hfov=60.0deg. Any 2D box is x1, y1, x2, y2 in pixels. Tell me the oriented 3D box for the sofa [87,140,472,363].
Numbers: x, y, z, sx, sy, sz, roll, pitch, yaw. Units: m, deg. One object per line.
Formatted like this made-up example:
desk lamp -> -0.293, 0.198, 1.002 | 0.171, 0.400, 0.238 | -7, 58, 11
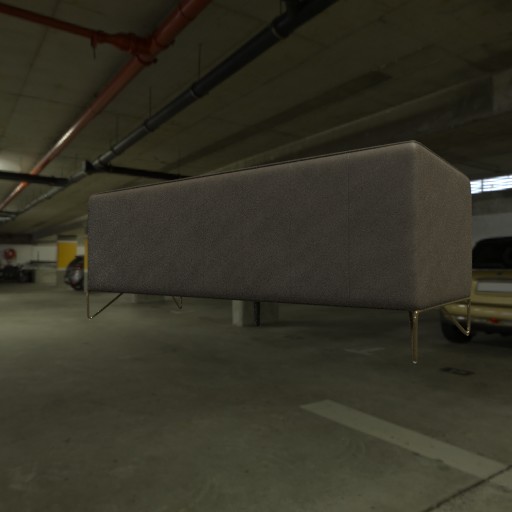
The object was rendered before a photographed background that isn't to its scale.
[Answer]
sofa -> 0.000, 0.000, 2.500 | 2.087, 0.789, 0.867 | -1, -1, 37
